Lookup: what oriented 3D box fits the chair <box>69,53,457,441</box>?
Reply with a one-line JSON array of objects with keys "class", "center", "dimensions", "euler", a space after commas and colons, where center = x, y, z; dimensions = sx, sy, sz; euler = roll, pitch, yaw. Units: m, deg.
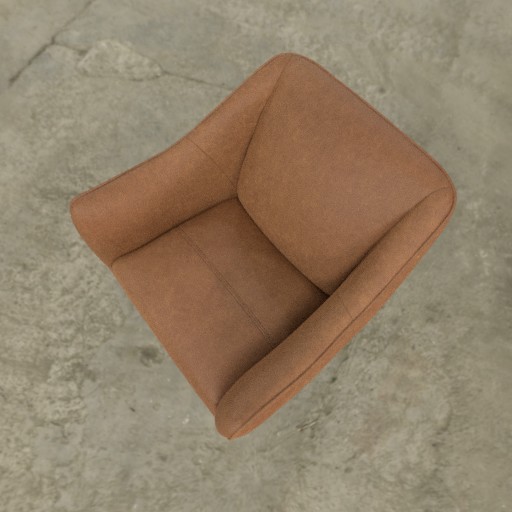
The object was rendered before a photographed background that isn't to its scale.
[{"class": "chair", "center": [0.000, 0.000, 1.493], "dimensions": [0.852, 0.830, 0.871], "euler": [-35, 69, -16]}]
